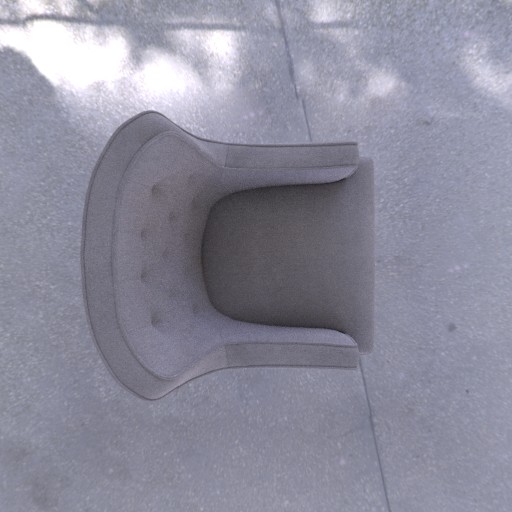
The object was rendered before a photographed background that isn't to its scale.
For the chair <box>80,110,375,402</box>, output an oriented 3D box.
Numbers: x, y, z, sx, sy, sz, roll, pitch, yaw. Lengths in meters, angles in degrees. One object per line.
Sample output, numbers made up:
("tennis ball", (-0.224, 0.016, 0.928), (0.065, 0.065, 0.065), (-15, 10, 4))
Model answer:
("chair", (0.000, 0.000, 1.591), (0.910, 0.919, 0.781), (0, 90, 1))
